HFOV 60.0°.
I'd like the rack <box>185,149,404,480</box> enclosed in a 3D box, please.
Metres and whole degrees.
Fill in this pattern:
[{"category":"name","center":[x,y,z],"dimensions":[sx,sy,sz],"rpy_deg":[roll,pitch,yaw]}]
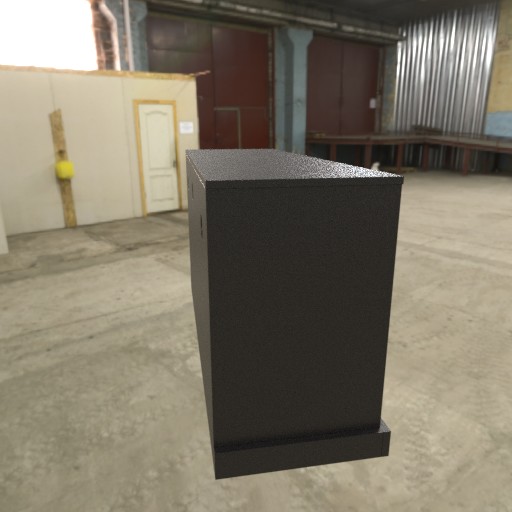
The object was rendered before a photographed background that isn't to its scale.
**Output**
[{"category":"rack","center":[0.000,0.000,1.466],"dimensions":[0.399,0.635,1.206],"rpy_deg":[-3,16,-10]}]
